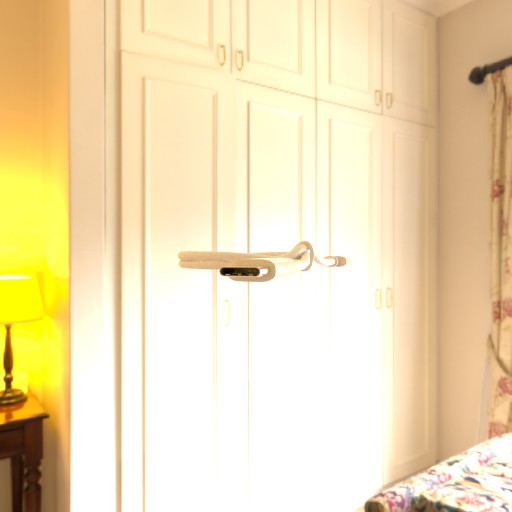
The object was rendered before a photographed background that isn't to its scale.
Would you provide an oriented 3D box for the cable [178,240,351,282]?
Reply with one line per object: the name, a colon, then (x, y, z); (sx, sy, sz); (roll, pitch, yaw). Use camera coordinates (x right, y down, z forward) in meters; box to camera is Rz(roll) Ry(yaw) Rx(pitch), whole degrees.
cable: (0.000, 0.000, 0.209); (0.070, 0.014, 0.186); (0, 0, 18)
